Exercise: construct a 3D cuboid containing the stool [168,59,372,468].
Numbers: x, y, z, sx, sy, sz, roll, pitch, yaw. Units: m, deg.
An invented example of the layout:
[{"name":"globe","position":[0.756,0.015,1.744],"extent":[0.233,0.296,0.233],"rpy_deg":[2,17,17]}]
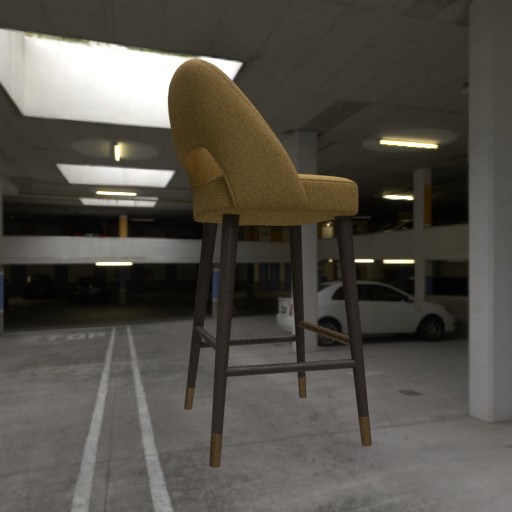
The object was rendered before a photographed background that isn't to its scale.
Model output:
[{"name":"stool","position":[0.000,0.000,1.346],"extent":[0.522,1.032,0.536],"rpy_deg":[0,0,-17]}]
